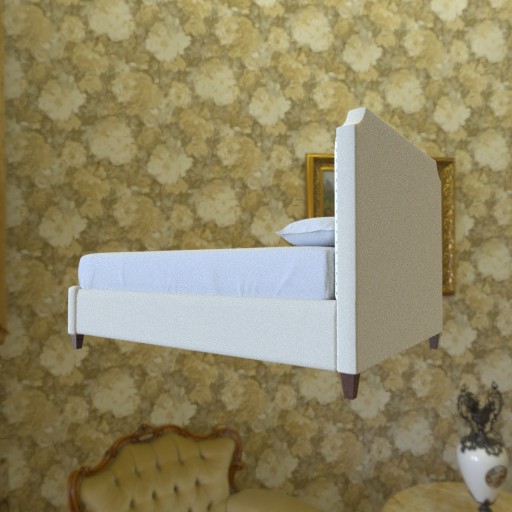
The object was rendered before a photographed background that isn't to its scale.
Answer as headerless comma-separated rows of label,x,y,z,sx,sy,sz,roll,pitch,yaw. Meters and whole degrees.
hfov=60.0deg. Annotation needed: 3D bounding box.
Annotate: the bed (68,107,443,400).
bed,0.000,0.000,3.408,2.329,1.415,1.703,-1,-2,35
